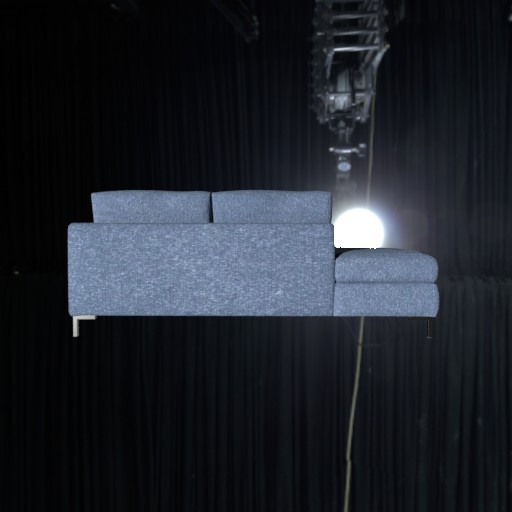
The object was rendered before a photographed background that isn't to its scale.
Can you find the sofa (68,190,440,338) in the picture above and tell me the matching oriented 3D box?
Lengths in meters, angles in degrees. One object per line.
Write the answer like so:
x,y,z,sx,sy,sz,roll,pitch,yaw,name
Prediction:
0.000,0.000,3.816,2.007,0.815,2.949,0,1,1,sofa
